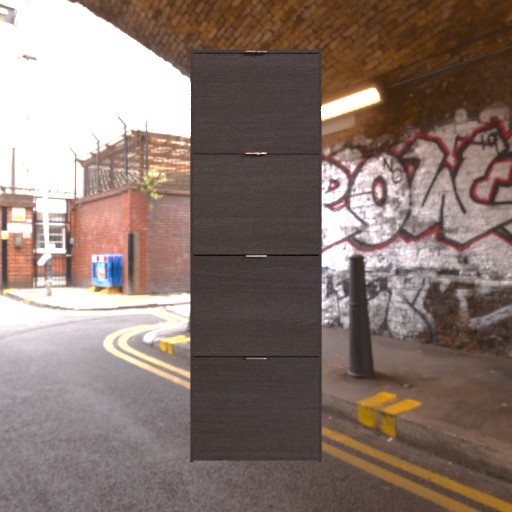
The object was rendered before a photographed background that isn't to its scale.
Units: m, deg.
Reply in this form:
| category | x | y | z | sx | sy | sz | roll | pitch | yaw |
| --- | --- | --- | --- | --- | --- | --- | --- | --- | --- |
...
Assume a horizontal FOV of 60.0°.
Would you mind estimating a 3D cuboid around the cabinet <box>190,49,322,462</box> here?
| category | x | y | z | sx | sy | sz | roll | pitch | yaw |
| --- | --- | --- | --- | --- | --- | --- | --- | --- | --- |
| cabinet | 0.000 | 0.000 | 1.857 | 0.520 | 1.630 | 0.255 | 0 | 0 | 0 |
